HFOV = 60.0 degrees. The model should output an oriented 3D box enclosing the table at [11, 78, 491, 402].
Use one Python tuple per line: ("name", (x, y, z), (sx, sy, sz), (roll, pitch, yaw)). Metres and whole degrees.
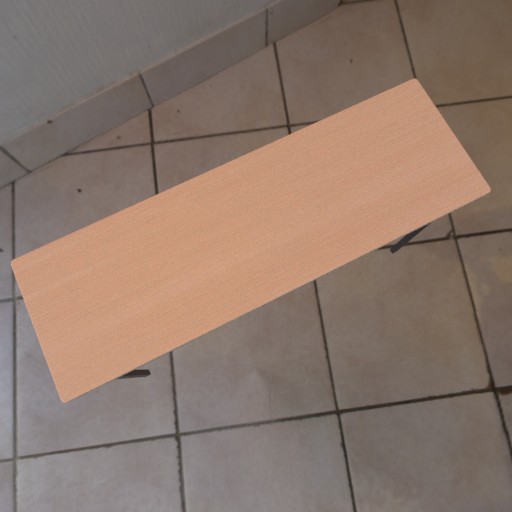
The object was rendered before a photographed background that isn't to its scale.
("table", (0.000, 0.000, 1.694), (1.397, 0.750, 0.447), (-26, 77, -6))
